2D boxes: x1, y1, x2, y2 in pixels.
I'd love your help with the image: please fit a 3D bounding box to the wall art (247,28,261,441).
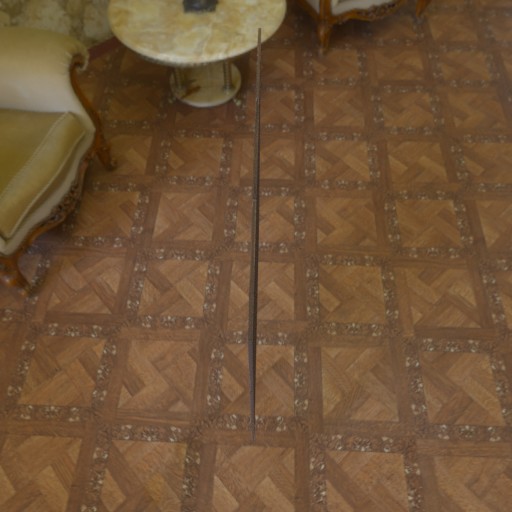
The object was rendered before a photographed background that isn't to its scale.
[{"bbox_3d":[0.000,0.000,2.280,0.014,1.525,1.527,1,58,1],"label":"wall art"}]
